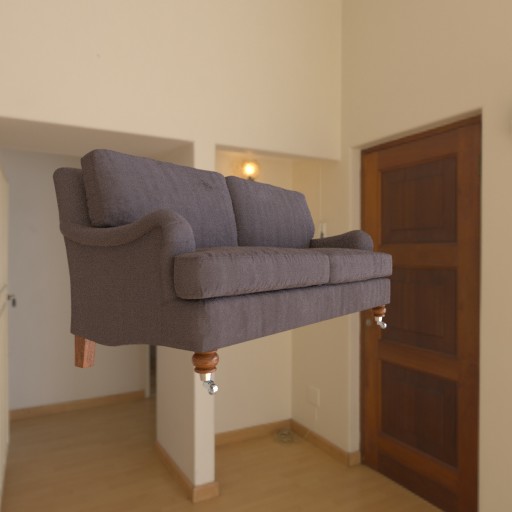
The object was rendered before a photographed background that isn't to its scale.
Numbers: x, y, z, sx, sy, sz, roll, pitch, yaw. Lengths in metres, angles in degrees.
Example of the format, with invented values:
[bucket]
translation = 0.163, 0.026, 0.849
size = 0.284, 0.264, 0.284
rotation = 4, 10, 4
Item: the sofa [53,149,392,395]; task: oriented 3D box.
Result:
[sofa]
translation = 0.000, 0.000, 2.805
size = 1.086, 1.087, 2.165
rotation = 0, 0, 36
